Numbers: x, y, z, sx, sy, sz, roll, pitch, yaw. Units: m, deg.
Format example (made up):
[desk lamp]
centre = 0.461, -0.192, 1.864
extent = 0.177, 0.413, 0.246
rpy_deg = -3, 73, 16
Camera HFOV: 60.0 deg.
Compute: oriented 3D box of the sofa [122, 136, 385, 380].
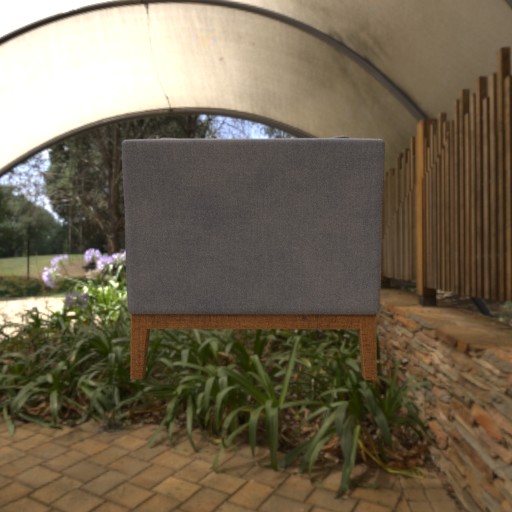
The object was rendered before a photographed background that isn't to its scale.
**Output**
[sofa]
centre = 0.000, 0.000, 2.351
extent = 0.904, 0.883, 1.779
rpy_deg = 0, -1, 1
